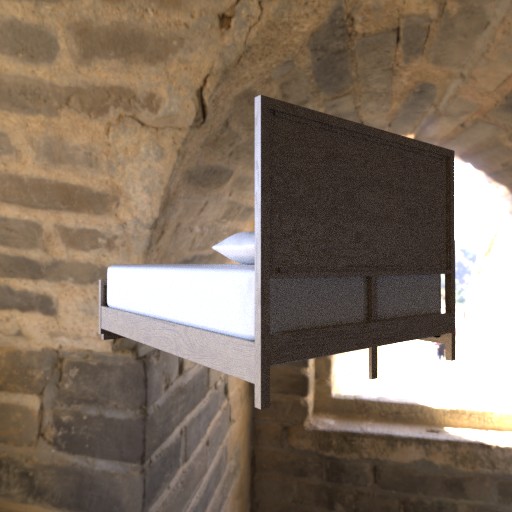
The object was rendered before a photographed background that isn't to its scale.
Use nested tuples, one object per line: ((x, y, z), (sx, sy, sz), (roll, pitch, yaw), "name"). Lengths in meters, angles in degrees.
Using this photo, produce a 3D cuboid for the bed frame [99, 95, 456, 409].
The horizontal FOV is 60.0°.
((0.000, 0.000, 3.283), (1.606, 1.369, 2.189), (1, -1, -37), "bed frame")
